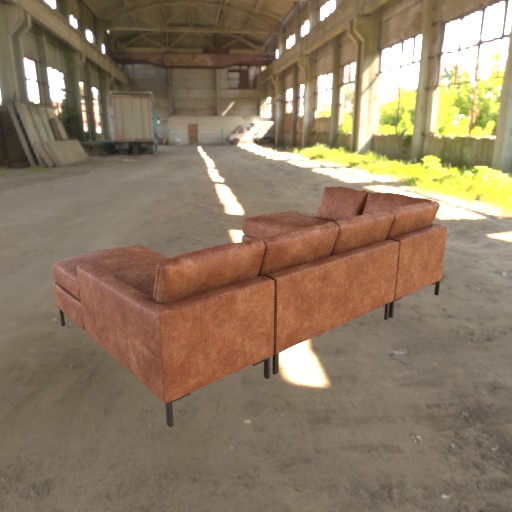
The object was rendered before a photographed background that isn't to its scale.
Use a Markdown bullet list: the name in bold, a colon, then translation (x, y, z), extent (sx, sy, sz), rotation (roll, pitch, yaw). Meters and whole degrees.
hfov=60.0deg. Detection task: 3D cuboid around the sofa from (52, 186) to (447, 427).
- **sofa**: translation (0.000, 0.000, 3.783), extent (2.956, 0.900, 1.939), rotation (-14, 21, -39)
